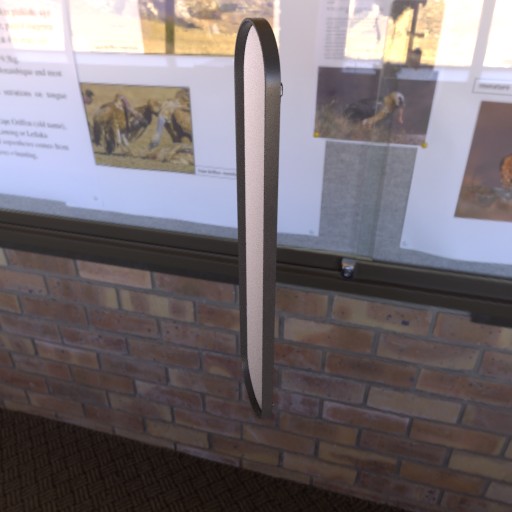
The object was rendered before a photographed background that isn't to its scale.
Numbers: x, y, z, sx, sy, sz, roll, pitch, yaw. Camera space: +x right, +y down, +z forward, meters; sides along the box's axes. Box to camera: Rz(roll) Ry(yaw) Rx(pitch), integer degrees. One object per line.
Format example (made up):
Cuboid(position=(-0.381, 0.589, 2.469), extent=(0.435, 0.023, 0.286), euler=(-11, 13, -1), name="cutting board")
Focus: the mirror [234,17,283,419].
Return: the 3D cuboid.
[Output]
Cuboid(position=(0.000, 0.000, 1.045), extent=(0.032, 0.991, 0.222), euler=(-8, 31, -14), name="mirror")
